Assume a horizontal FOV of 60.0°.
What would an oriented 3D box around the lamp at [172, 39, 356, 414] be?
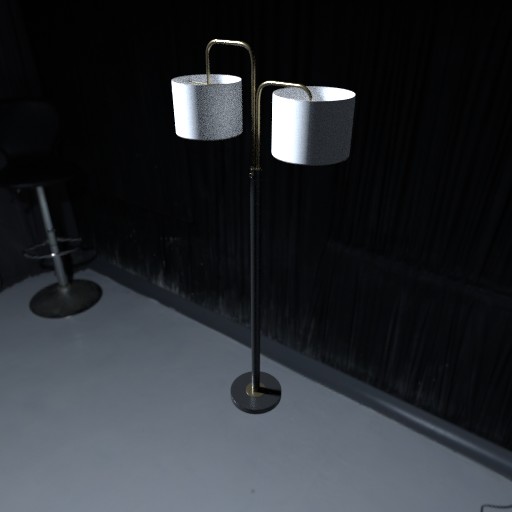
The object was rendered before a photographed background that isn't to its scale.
[{"bbox_3d":[0.000,0.000,1.821,0.711,1.587,0.254,21,36,33],"label":"lamp"}]
